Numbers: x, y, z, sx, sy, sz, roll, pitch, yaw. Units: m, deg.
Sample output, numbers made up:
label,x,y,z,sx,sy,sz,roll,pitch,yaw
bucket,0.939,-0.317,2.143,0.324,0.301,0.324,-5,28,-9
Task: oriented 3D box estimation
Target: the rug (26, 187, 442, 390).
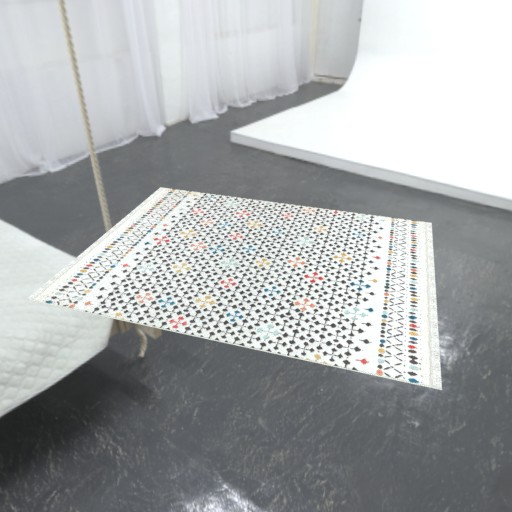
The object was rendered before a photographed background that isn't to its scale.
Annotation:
label,x,y,z,sx,sy,sz,roll,pitch,yaw
rug,0.000,0.000,4.168,3.196,0.007,2.354,9,34,14
